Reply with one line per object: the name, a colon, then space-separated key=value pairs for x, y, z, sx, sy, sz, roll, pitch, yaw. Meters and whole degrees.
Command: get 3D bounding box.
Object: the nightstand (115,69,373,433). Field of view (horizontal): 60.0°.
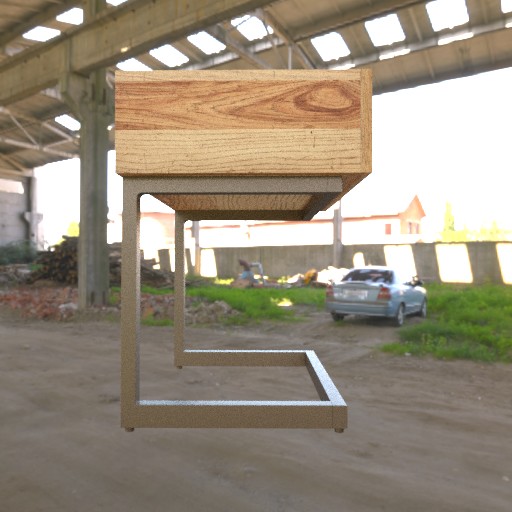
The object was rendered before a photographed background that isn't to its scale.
nightstand: x=0.000 y=0.000 z=1.034 sx=0.481 sy=0.632 sz=0.558 roll=0 pitch=-1 yaw=1
